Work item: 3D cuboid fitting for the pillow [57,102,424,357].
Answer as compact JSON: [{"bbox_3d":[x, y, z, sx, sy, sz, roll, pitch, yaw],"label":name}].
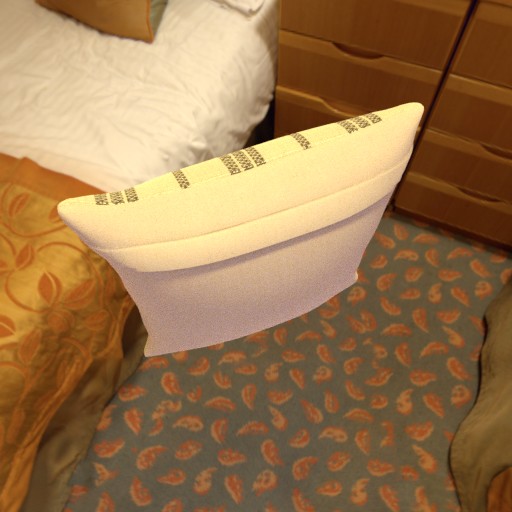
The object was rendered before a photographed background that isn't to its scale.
[{"bbox_3d":[0.000,0.000,0.623,0.405,0.406,0.173,-18,60,-11],"label":"pillow"}]
